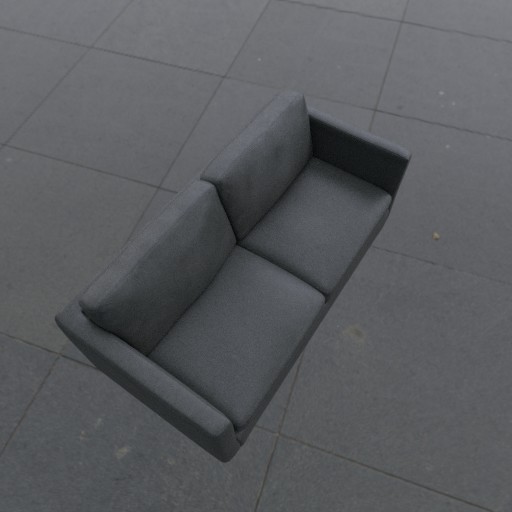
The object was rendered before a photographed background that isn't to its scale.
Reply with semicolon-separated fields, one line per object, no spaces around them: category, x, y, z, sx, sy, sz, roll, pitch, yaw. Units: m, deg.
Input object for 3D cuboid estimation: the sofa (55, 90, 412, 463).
sofa;0.000;0.000;2.473;0.951;0.933;1.883;30;63;17
